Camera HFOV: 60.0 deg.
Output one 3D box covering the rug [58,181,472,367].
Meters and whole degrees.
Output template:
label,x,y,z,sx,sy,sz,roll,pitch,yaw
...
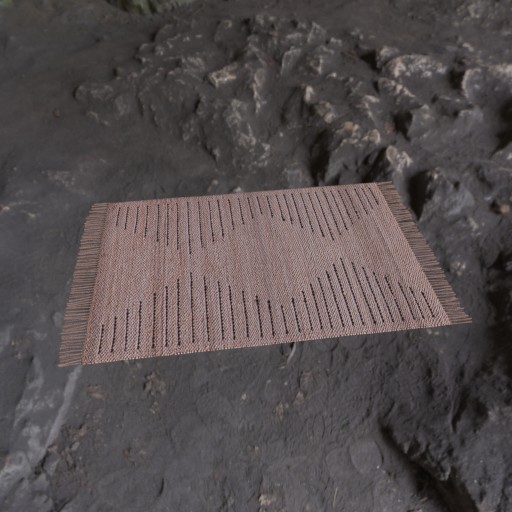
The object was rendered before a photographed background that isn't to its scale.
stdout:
label,x,y,z,sx,sy,sz,roll,pitch,yaw
rug,0.000,0.000,2.590,2.085,0.027,1.224,-5,45,-5
